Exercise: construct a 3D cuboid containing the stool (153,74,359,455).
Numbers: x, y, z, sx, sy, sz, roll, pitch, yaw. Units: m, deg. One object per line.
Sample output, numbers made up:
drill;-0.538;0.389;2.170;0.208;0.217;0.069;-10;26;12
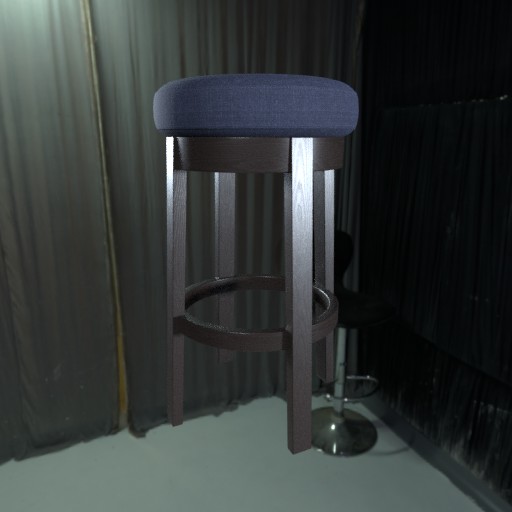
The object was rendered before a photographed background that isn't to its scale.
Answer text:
stool;0.000;0.000;1.030;0.446;0.758;0.446;0;15;0
